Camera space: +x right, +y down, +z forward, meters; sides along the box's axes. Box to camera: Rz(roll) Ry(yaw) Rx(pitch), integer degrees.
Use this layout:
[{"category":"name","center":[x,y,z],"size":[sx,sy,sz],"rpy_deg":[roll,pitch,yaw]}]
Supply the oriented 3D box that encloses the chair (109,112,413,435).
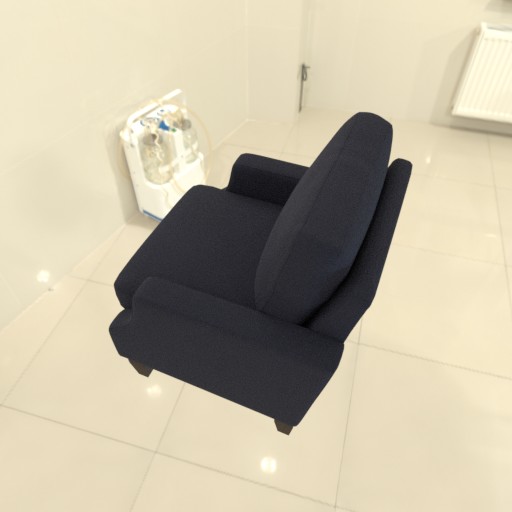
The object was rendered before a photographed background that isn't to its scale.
[{"category":"chair","center":[0.000,0.000,1.658],"size":[0.897,0.991,0.855],"rpy_deg":[17,49,15]}]
